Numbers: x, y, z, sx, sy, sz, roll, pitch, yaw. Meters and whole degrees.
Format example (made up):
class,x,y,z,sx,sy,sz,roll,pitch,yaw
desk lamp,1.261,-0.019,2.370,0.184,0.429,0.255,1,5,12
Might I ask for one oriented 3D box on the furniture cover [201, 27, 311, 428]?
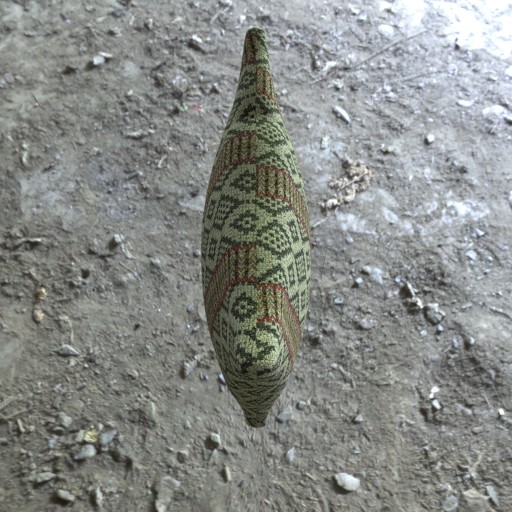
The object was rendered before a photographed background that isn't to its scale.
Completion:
class,x,y,z,sx,sy,sz,roll,pitch,yaw
furniture cover,0.000,0.000,0.757,0.182,0.506,0.503,0,63,0
